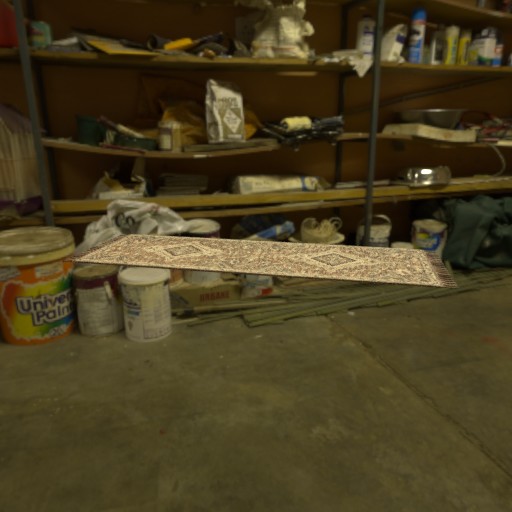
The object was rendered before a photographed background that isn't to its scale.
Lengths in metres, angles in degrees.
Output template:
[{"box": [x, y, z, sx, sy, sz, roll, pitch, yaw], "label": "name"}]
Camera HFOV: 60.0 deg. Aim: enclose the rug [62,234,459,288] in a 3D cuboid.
[{"box": [0.000, 0.000, 2.821, 2.378, 0.018, 1.324, 8, 18, 27], "label": "rug"}]
